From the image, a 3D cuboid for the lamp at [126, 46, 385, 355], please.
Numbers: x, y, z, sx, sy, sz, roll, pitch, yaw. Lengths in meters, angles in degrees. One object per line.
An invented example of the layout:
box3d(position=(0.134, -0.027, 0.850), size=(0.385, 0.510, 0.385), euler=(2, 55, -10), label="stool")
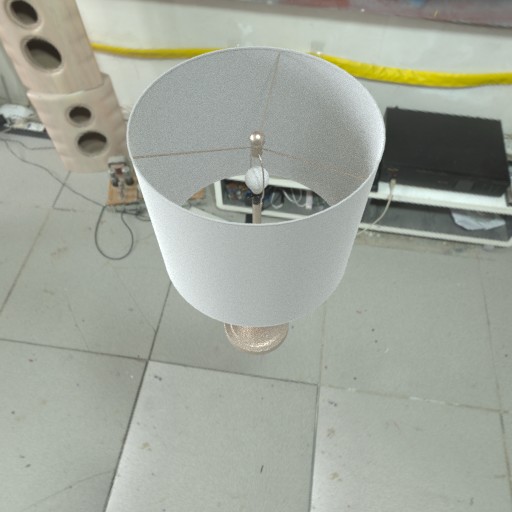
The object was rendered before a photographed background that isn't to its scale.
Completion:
box3d(position=(0.000, 0.000, 0.702), size=(0.277, 0.538, 0.277), euler=(-18, 59, -11), label="lamp")
